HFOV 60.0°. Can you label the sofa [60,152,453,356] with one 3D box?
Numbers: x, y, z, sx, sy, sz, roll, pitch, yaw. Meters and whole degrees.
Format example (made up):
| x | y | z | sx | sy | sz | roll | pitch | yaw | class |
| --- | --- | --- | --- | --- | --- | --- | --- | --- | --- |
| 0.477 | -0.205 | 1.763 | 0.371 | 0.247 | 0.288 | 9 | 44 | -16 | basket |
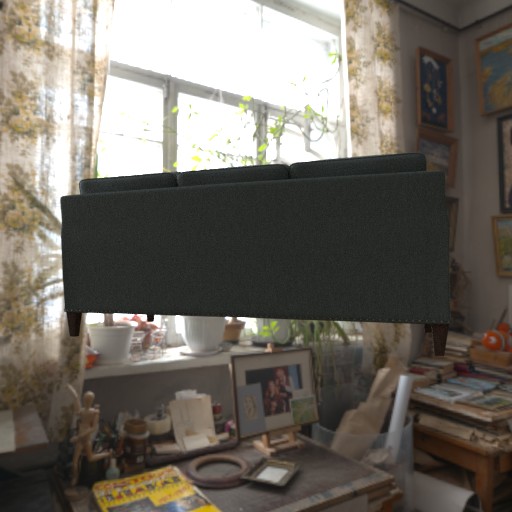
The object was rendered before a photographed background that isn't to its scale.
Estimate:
| x | y | z | sx | sy | sz | roll | pitch | yaw | class |
| --- | --- | --- | --- | --- | --- | --- | --- | --- | --- |
| 0.000 | 0.000 | 2.837 | 2.246 | 1.003 | 1.084 | -1 | -2 | 18 | sofa |
